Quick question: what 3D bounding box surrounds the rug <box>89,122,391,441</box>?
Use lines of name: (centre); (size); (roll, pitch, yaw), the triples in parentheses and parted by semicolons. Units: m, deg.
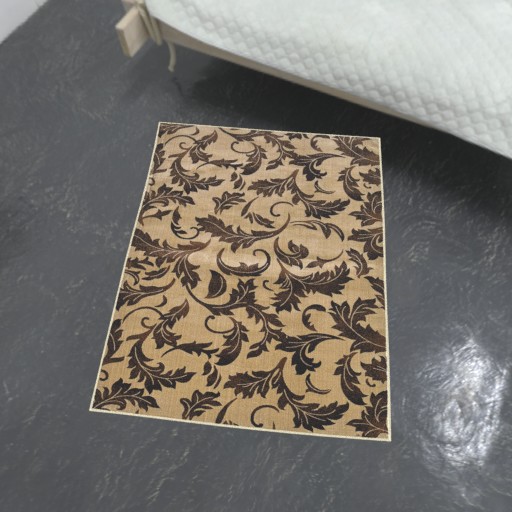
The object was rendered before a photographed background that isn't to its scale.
rug: (0.000, 0.000, 4.081); (2.380, 0.008, 2.977); (5, 65, 2)
